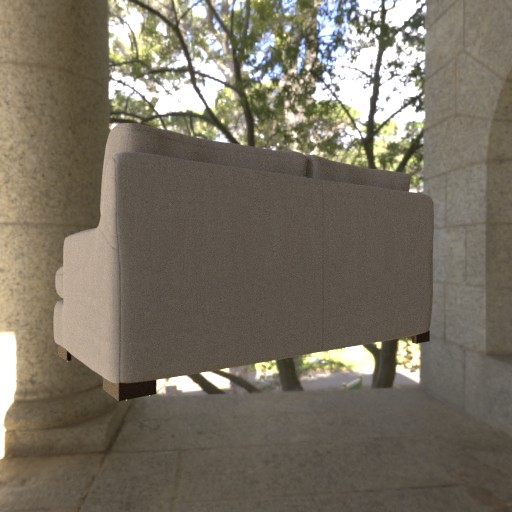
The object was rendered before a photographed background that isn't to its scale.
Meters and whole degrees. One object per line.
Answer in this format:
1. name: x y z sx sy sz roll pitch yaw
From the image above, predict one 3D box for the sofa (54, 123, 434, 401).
1. sofa: 0.000 0.000 2.363 1.855 0.980 0.962 0 0 -36
